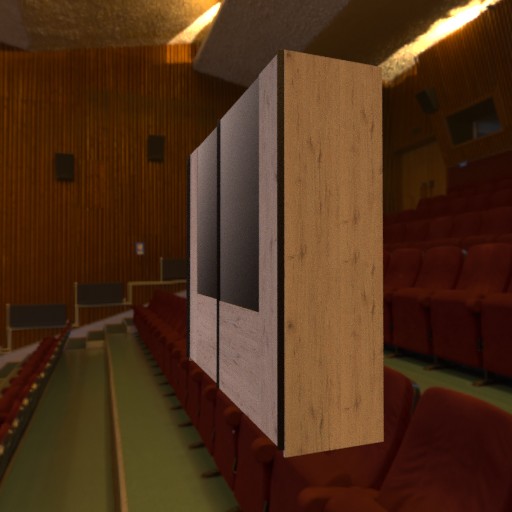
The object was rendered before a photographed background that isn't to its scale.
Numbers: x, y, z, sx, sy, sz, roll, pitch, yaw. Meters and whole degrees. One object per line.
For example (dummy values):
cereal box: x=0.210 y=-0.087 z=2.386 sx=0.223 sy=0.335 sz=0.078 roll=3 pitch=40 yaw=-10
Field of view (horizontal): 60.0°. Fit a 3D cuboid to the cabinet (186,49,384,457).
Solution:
cabinet: x=0.000 y=0.000 z=3.642 sx=0.660 sy=2.180 sz=2.500 roll=0 pitch=-1 yaw=-20
